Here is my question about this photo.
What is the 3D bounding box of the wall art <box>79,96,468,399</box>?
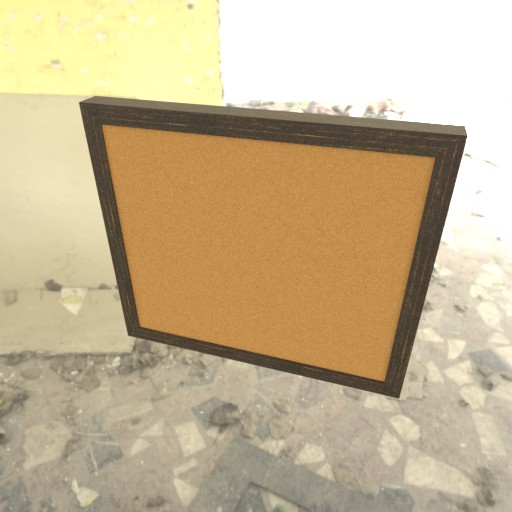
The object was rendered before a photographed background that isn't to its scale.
[{"bbox_3d":[0.000,0.000,0.520,0.381,0.330,0.031,9,34,14],"label":"wall art"}]
